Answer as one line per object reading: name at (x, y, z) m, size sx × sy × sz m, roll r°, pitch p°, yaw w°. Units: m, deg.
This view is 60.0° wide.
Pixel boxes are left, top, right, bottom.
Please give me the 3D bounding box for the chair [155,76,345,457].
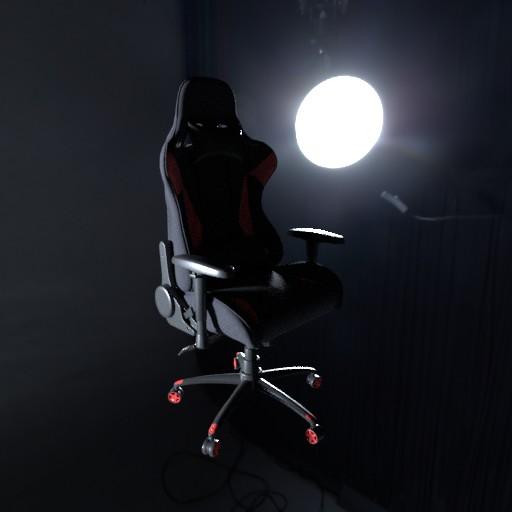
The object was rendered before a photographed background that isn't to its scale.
chair at (0.000, 0.000, 1.698) m, size 0.658 × 1.326 × 0.695 m, roll 13°, pitch 20°, yaw 41°
